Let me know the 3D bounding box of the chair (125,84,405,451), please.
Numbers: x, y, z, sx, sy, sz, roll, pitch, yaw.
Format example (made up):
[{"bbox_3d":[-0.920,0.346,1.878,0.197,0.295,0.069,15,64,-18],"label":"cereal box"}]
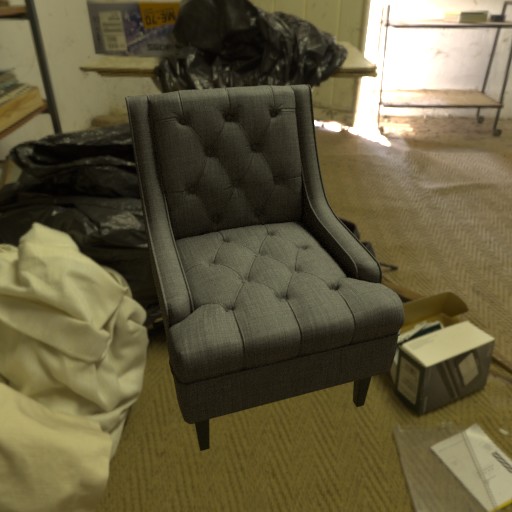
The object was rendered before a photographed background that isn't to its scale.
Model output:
[{"bbox_3d":[0.000,0.000,1.411,0.655,0.891,0.771,-10,33,-15],"label":"chair"}]
